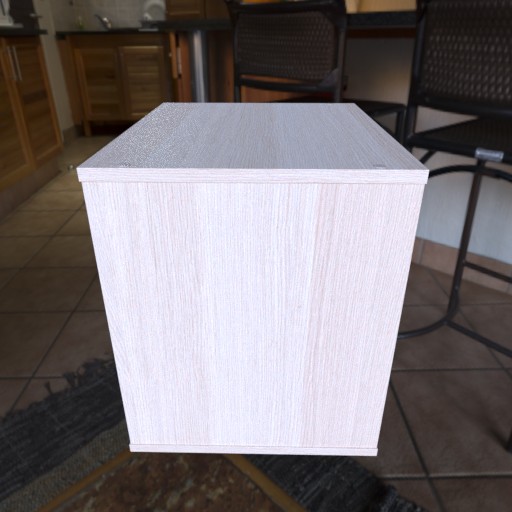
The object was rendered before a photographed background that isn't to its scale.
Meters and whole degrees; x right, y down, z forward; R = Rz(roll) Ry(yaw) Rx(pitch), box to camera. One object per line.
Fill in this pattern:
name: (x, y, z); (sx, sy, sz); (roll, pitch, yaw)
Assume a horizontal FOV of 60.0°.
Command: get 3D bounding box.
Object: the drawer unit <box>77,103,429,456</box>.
drawer unit: (0.000, 0.000, 0.598); (0.290, 0.344, 0.349); (1, 27, 1)
